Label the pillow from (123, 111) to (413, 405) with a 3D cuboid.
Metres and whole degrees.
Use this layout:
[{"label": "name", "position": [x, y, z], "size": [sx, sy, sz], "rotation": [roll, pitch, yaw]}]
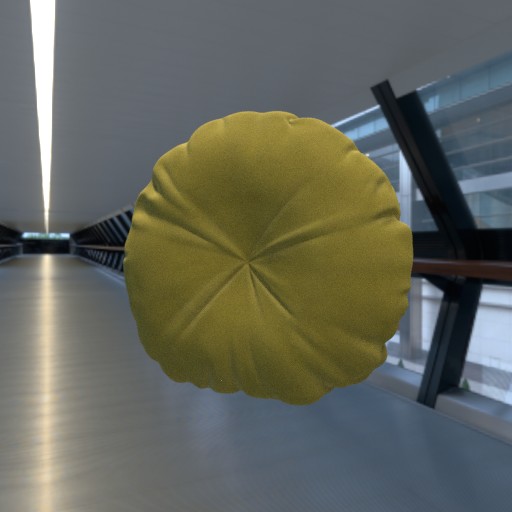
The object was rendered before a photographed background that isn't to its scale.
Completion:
[{"label": "pillow", "position": [0.000, 0.000, 0.641], "size": [0.428, 0.407, 0.148], "rotation": [0, 0, 19]}]
